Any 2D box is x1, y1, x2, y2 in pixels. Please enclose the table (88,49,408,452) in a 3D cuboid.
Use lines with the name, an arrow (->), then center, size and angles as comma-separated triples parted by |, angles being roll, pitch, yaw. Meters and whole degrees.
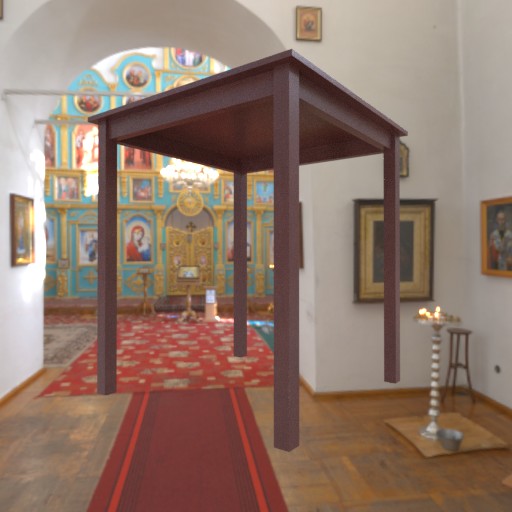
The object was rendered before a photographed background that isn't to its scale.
table -> 0.000, 0.000, 1.668 | 0.861, 0.991, 0.861 | 0, -1, 37
